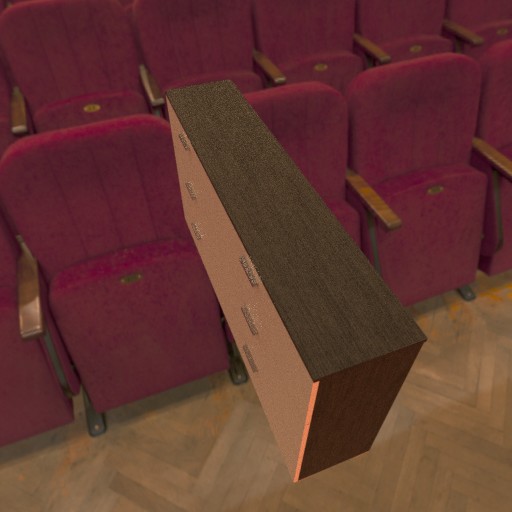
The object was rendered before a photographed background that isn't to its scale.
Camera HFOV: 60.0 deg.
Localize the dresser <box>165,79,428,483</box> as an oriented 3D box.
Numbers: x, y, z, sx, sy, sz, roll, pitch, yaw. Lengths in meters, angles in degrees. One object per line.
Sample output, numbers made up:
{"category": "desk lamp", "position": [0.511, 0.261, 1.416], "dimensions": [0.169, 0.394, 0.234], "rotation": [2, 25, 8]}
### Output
{"category": "dresser", "position": [0.000, 0.000, 1.849], "dimensions": [0.333, 0.790, 1.535], "rotation": [-16, 49, -14]}
